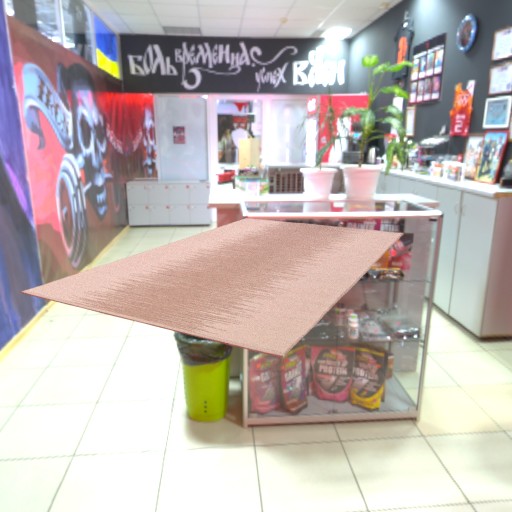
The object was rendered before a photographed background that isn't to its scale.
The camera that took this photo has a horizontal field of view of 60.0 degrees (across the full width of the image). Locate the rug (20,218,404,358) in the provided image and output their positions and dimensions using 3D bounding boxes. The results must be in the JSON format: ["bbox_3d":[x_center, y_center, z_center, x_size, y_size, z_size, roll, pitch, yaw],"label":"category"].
[{"bbox_3d":[0.000,0.000,3.029,1.522,0.012,2.440,8,17,27],"label":"rug"}]
